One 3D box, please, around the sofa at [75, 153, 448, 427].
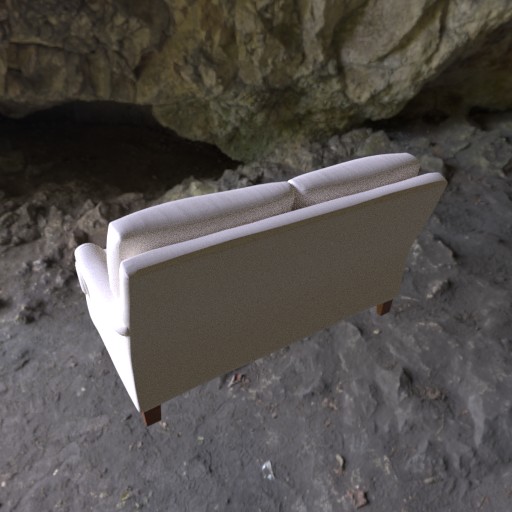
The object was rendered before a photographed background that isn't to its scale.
[{"bbox_3d":[0.000,0.000,2.561,1.853,1.101,1.084,-18,34,-28],"label":"sofa"}]
